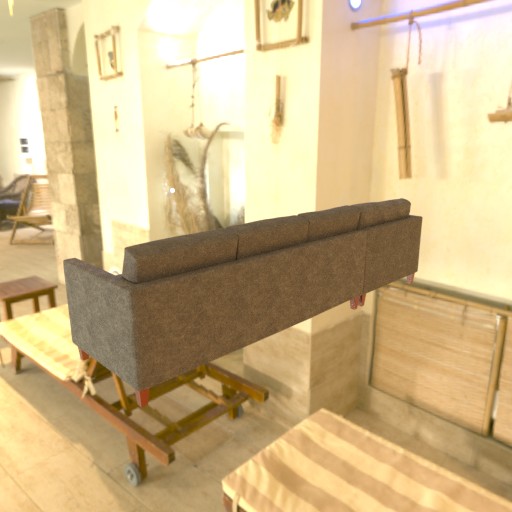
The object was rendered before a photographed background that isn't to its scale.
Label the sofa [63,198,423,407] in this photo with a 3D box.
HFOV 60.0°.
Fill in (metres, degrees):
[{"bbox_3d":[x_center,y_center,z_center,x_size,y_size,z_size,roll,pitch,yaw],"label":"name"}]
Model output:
[{"bbox_3d":[0.000,0.000,4.167,3.471,0.954,1.606,-14,20,-43],"label":"sofa"}]
